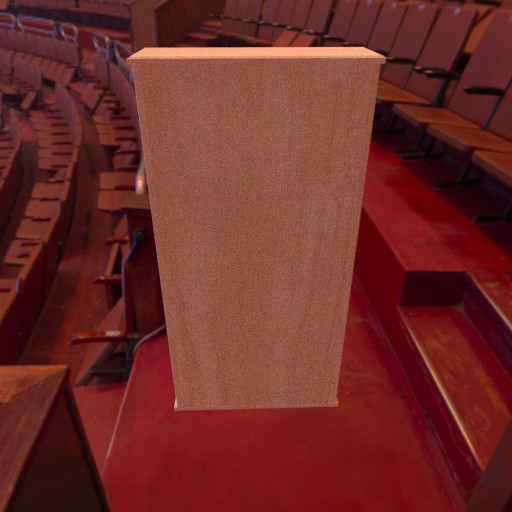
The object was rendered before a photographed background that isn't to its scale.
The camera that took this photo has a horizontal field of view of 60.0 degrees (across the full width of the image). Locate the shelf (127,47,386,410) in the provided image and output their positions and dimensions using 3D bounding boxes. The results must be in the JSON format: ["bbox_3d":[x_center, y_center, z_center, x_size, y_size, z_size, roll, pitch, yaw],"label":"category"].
[{"bbox_3d":[0.000,0.000,1.223,0.520,1.030,0.175,-1,31,-2],"label":"shelf"}]
